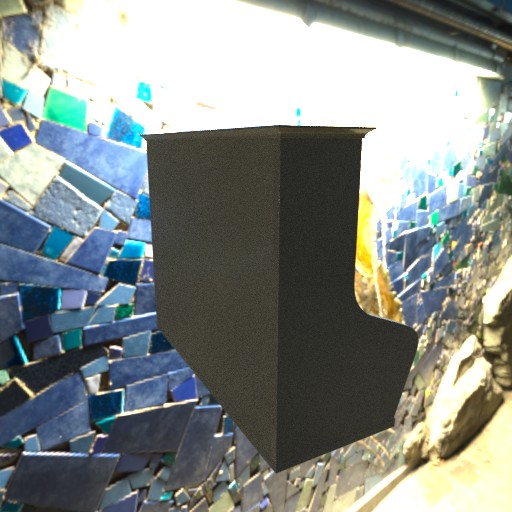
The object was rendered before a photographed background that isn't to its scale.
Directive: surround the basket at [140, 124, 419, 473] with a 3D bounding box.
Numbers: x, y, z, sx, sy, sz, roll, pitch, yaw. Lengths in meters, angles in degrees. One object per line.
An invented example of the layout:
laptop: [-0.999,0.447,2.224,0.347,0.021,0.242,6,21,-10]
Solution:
basket: [0.000,0.000,1.115,0.350,0.600,0.780,-8,16,-27]
